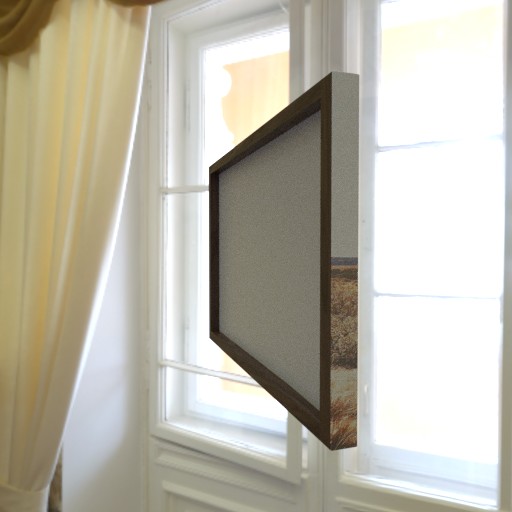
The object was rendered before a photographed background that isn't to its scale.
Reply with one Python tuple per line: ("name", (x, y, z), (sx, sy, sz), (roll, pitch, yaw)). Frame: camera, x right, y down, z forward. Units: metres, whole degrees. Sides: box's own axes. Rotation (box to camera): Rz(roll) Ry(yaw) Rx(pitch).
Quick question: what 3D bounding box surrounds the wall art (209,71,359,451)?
("wall art", (0.000, 0.000, 1.151), (0.050, 0.610, 0.914), (0, 1, -18))
